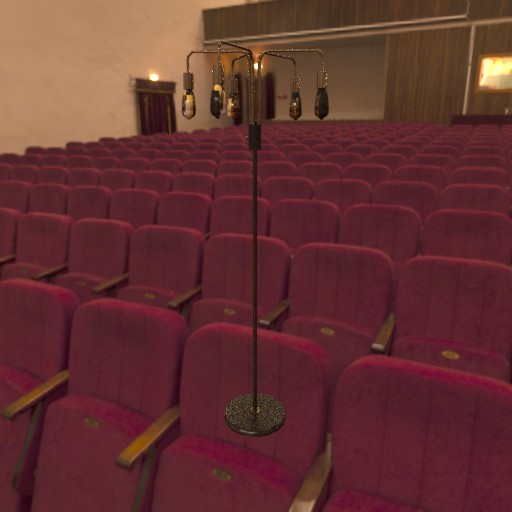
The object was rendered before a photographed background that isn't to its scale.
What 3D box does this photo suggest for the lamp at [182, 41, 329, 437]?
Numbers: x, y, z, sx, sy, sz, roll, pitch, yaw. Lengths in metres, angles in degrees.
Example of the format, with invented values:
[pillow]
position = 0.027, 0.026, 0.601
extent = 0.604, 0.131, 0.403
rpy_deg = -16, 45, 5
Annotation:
[lamp]
position = 0.000, 0.000, 2.016
extent = 0.572, 1.721, 0.599
rpy_deg = 8, 18, 26
